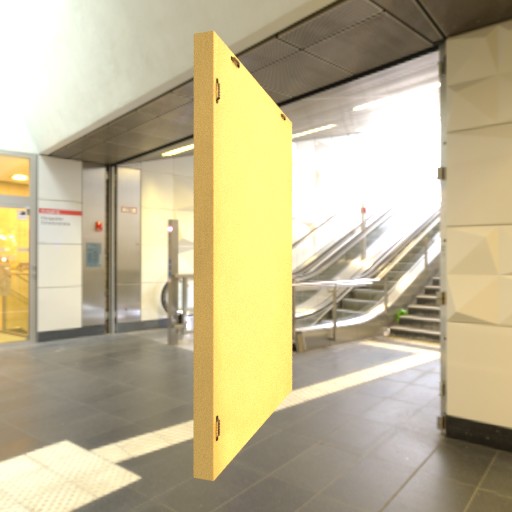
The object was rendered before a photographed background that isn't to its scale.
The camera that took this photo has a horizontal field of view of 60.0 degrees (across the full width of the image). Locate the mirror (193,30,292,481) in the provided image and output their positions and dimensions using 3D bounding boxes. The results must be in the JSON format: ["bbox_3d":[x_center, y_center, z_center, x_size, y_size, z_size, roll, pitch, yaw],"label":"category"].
[{"bbox_3d":[0.000,0.000,0.943,0.040,0.710,0.507,0,0,19],"label":"mirror"}]
